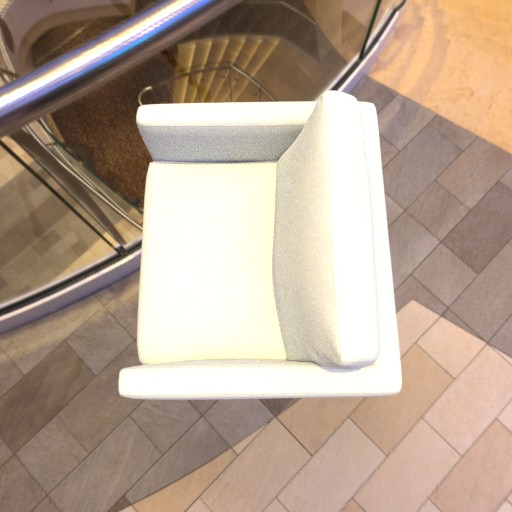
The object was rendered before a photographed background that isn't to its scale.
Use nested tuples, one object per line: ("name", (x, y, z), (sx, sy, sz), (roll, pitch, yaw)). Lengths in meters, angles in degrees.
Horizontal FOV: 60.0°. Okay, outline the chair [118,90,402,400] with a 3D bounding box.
("chair", (0.000, 0.000, 1.821), (0.953, 0.961, 1.107), (-1, 75, 0))
